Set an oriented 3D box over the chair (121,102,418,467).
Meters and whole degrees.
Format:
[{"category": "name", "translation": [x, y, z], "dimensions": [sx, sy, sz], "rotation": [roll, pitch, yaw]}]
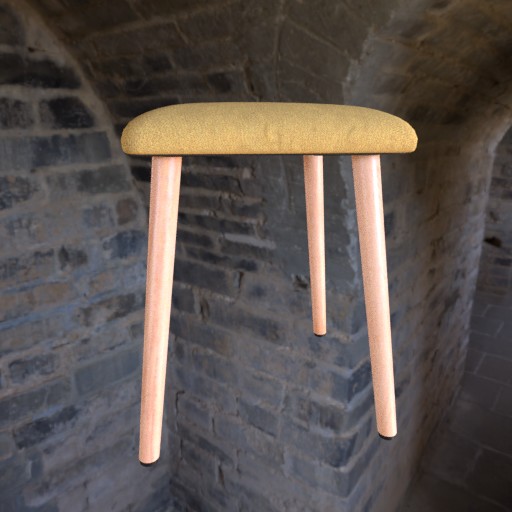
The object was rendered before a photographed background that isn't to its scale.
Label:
[{"category": "chair", "translation": [0.000, 0.000, 0.681], "dimensions": [0.350, 0.440, 0.350], "rotation": [-2, 16, -9]}]
